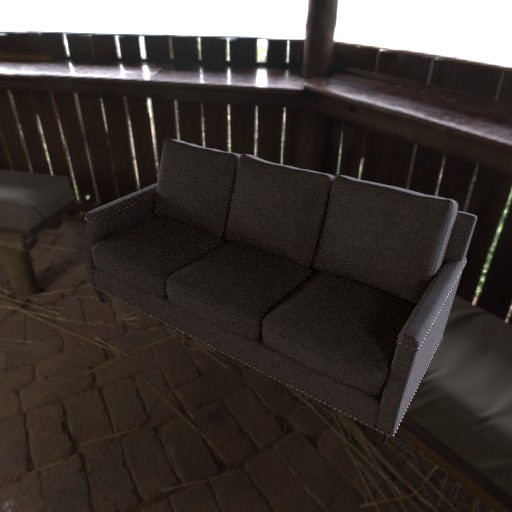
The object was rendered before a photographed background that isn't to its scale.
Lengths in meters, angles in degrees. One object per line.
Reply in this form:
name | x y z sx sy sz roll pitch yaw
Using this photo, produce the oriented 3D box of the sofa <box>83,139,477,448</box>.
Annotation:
sofa | 0.000 0.000 2.752 2.226 1.042 1.034 19 36 29
